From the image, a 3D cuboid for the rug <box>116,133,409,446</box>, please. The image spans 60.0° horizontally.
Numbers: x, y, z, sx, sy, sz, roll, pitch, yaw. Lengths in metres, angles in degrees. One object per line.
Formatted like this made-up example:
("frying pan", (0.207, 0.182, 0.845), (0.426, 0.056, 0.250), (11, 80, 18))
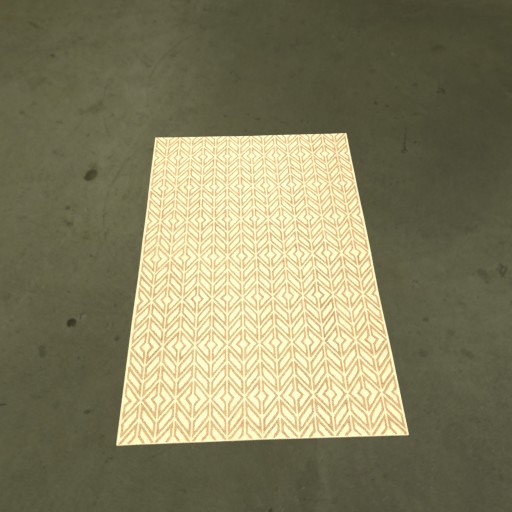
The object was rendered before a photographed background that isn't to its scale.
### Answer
("rug", (0.000, 0.000, 2.338), (1.220, 0.007, 1.828), (-2, 57, -1))
